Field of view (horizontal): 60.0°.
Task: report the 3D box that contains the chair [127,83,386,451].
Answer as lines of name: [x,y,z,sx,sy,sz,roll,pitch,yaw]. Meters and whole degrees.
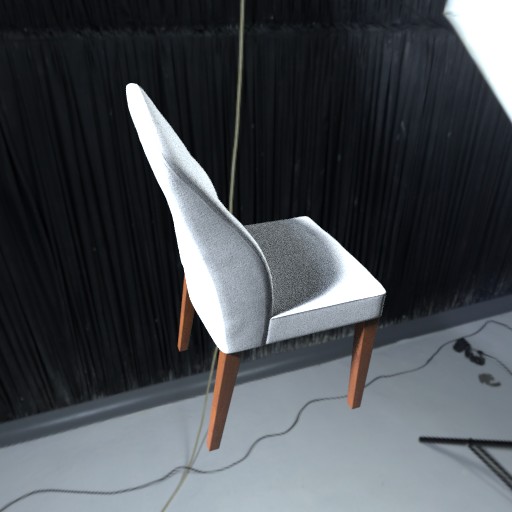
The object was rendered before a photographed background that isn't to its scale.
chair: [0.000,0.000,1.188,0.540,0.893,0.472,-10,32,-17]
